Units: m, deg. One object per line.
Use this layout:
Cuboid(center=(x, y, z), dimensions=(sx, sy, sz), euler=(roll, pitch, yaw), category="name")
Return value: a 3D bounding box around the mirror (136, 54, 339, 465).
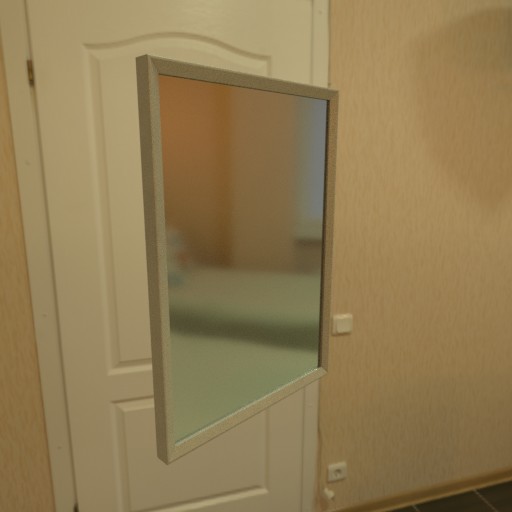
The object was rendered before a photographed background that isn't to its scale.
Cuboid(center=(0.000, 0.000, 0.935), dimensions=(0.039, 0.710, 0.507), euler=(12, 17, 43), category="mirror")
